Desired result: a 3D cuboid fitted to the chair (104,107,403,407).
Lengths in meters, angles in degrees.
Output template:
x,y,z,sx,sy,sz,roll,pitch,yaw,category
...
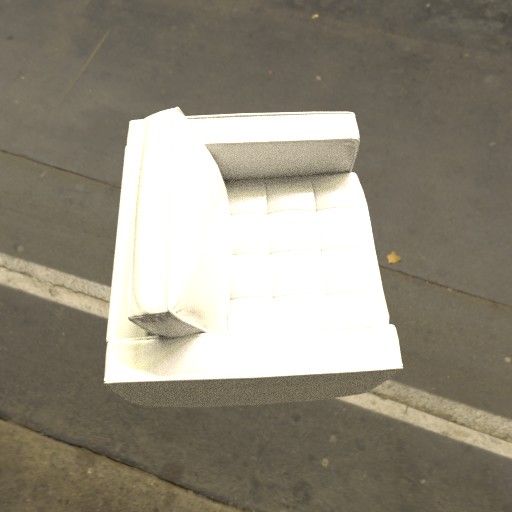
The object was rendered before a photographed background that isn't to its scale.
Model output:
x,y,z,sx,sy,sz,roll,pitch,yaw,category
0.000,0.000,1.503,0.843,0.773,0.928,-2,64,-1,chair
